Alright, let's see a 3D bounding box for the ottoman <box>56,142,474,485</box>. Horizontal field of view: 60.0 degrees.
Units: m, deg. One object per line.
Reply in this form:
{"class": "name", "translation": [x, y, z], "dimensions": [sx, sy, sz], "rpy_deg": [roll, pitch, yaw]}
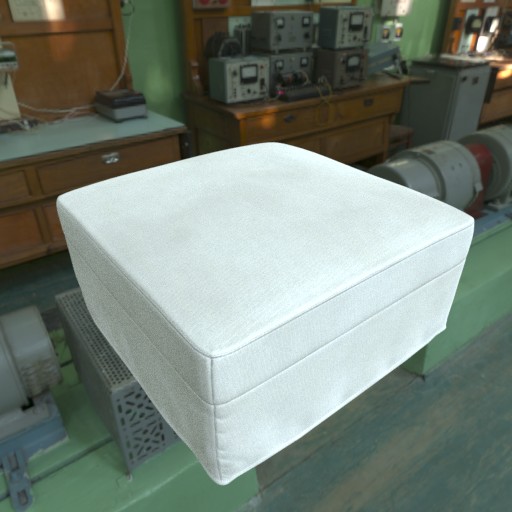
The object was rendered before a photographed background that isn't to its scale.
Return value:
{"class": "ottoman", "translation": [0.000, 0.000, 1.282], "dimensions": [0.843, 0.441, 0.842], "rpy_deg": [-22, 38, -31]}
